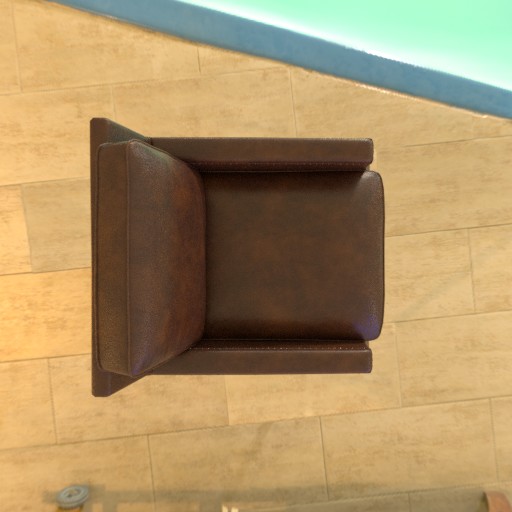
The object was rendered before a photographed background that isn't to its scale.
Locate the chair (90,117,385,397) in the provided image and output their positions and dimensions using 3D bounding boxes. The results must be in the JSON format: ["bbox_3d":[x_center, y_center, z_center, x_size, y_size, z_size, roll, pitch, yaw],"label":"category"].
[{"bbox_3d":[0.000,0.000,1.677,1.014,0.929,0.853,0,91,-1],"label":"chair"}]
